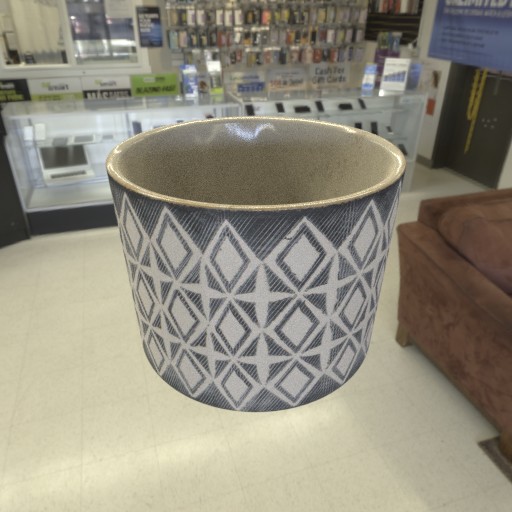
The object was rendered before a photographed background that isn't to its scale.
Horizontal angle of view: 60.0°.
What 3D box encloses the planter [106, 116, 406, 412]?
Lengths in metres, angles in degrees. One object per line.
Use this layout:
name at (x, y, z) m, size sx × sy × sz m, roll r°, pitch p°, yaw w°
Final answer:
planter at (0.000, 0.000, 0.336) m, size 0.192 × 0.165 × 0.192 m, roll 0°, pitch 30°, yaw 0°
